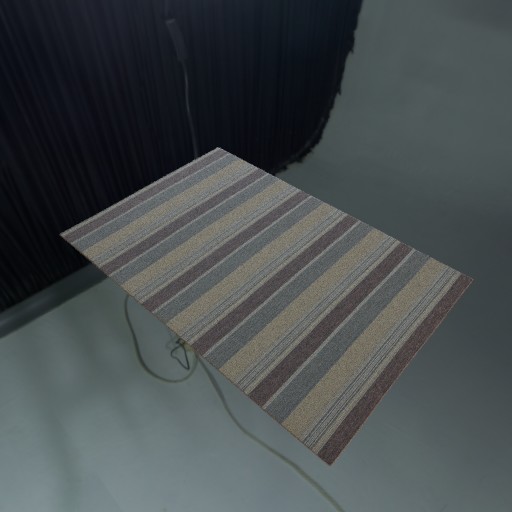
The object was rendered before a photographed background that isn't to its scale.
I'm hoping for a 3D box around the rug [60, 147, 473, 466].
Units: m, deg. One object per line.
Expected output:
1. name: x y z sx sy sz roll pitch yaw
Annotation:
1. rug: 0.000 0.000 2.332 1.829 0.008 1.219 33 54 28
